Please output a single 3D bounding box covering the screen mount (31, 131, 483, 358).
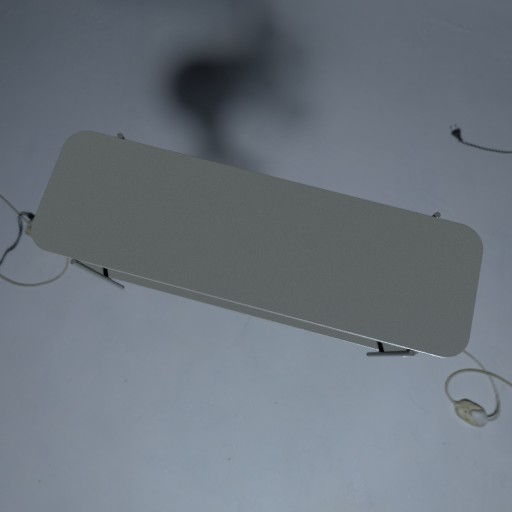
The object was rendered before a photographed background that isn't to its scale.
[{"bbox_3d":[0.000,0.000,1.417,1.200,0.447,0.400,15,77,3],"label":"screen mount"}]
